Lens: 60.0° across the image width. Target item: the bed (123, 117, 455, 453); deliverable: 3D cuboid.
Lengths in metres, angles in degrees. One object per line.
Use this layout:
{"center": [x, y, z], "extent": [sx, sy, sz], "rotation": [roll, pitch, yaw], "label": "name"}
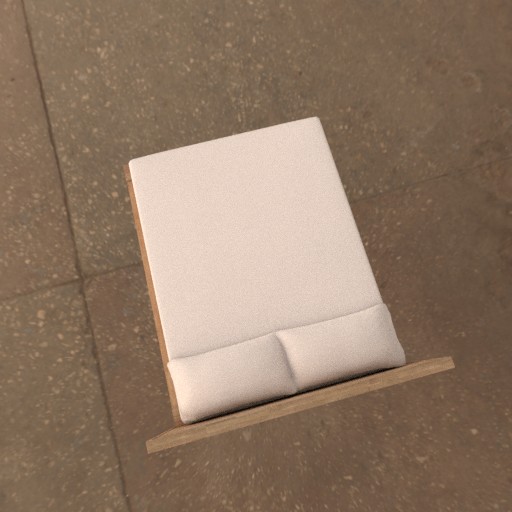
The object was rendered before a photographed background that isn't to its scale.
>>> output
{"center": [0.000, 0.000, 3.232], "extent": [1.759, 1.071, 2.145], "rotation": [-14, 75, -4], "label": "bed"}
